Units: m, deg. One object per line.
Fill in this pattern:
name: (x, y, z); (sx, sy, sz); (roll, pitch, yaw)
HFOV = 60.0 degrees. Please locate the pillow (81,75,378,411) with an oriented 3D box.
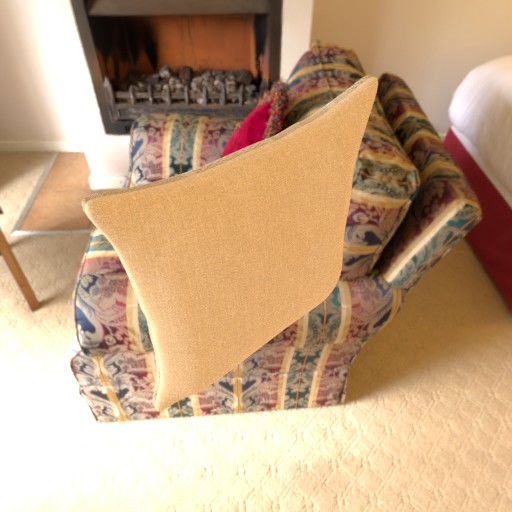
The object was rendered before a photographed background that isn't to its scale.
pillow: (0.000, 0.000, 0.670); (0.436, 0.432, 0.138); (-31, 53, -28)
